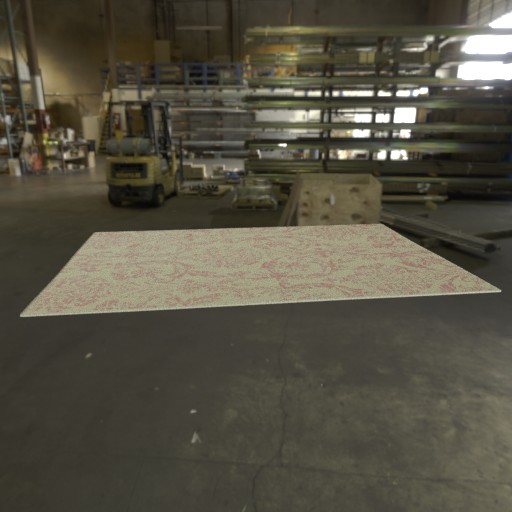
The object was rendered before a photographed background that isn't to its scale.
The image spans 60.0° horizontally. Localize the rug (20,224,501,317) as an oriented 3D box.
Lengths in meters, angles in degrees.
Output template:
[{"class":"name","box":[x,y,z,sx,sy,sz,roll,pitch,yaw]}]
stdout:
[{"class":"rug","box":[0.000,0.000,2.249,1.839,0.012,1.219,-2,17,-7]}]
